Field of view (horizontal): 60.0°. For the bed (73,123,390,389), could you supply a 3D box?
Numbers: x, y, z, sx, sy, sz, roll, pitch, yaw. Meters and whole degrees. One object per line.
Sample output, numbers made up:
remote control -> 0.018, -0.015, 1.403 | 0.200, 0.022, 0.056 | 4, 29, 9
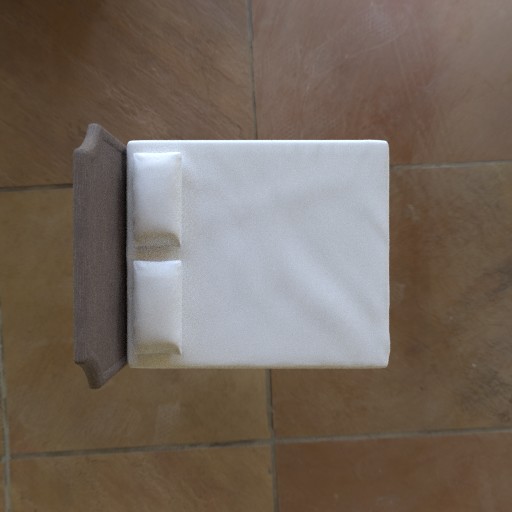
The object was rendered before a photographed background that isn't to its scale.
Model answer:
bed -> 0.000, 0.000, 4.139 | 2.773, 1.590, 2.350 | 0, 90, 0
